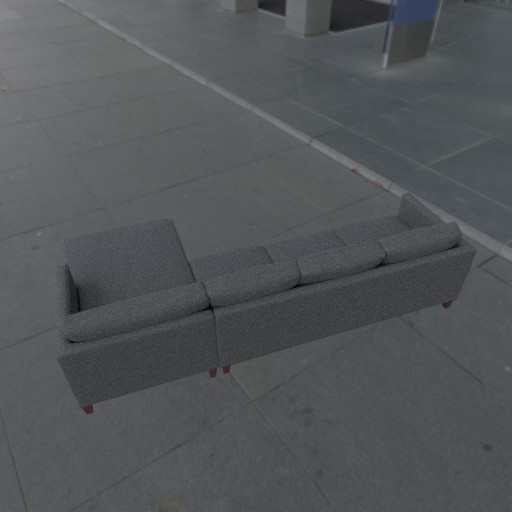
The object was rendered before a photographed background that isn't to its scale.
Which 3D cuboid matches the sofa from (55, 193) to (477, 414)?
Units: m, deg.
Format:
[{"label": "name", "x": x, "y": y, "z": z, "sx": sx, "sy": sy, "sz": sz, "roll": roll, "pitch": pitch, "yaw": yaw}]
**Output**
[{"label": "sofa", "x": 0.000, "y": 0.000, "z": 3.861, "sx": 3.186, "sy": 0.846, "sz": 1.625, "roll": -13, "pitch": 42, "yaw": -15}]
